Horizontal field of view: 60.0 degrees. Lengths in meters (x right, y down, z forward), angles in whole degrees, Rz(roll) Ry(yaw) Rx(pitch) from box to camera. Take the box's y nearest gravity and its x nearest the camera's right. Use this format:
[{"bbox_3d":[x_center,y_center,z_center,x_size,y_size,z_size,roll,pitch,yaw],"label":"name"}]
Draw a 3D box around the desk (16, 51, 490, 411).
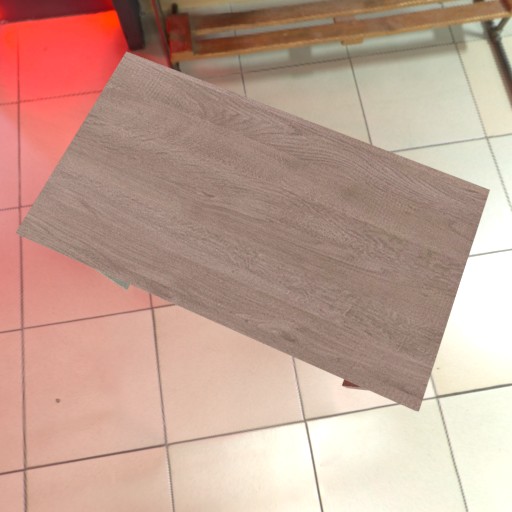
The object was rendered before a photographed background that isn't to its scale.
[{"bbox_3d":[0.000,0.000,1.299,0.893,0.724,0.498,23,76,6],"label":"desk"}]
